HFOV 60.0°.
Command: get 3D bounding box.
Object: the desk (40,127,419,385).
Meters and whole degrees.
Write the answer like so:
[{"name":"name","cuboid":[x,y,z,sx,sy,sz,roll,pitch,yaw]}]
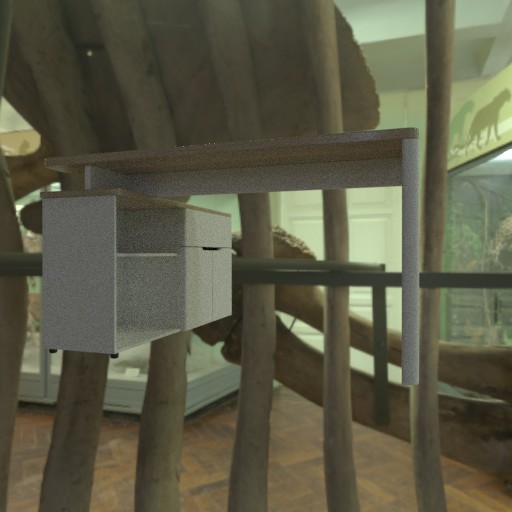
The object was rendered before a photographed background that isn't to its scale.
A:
[{"name":"desk","cuboid":[0.000,0.000,2.080,1.400,0.770,1.175,0,0,18]}]
